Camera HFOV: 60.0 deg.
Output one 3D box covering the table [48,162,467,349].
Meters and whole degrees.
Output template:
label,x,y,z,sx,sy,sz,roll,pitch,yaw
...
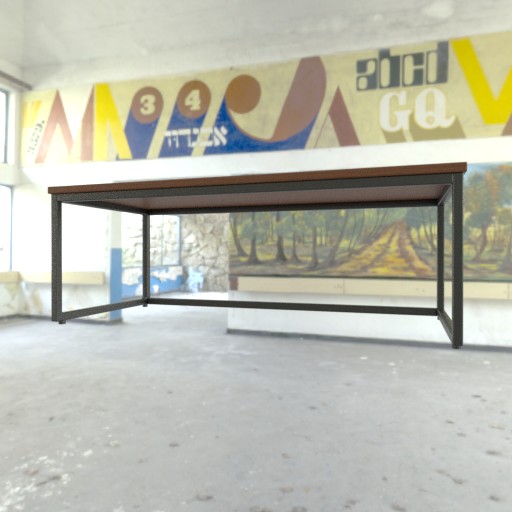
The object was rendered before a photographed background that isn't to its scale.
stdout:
label,x,y,z,sx,sy,sz,roll,pitch,yaw
table,0.000,0.000,1.340,1.100,0.400,0.500,0,0,19
